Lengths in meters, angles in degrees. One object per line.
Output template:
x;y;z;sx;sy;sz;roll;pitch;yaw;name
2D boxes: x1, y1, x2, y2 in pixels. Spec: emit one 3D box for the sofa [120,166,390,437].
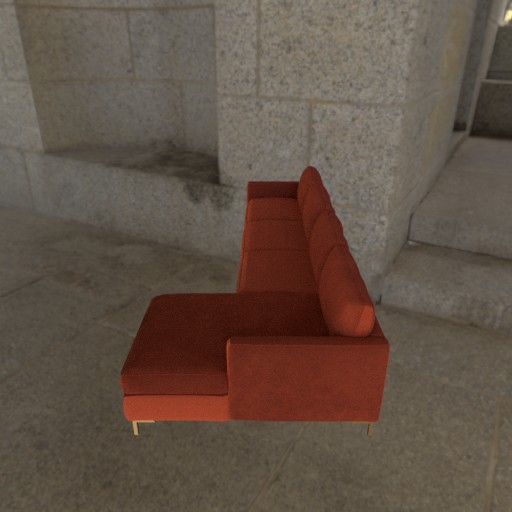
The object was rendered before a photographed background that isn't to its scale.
0.000;0.000;3.509;1.350;0.810;2.932;0;25;1;sofa
